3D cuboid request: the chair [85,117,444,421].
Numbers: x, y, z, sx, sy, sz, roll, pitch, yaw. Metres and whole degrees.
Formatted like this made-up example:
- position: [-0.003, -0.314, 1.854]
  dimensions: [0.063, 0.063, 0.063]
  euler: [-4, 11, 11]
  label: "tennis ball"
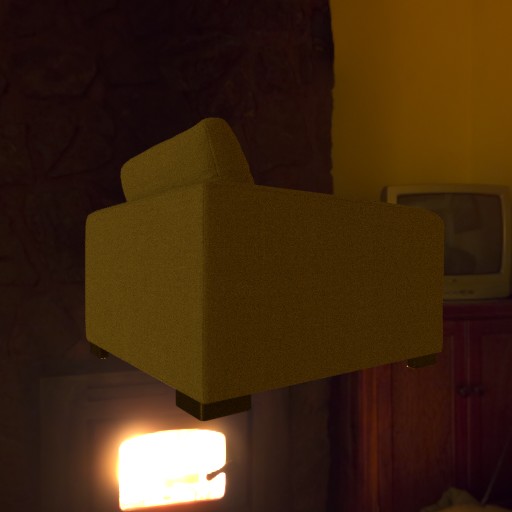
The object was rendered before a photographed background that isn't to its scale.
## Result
- position: [0.000, 0.000, 1.849]
  dimensions: [1.100, 0.847, 1.070]
  euler: [0, 0, -36]
  label: "chair"
